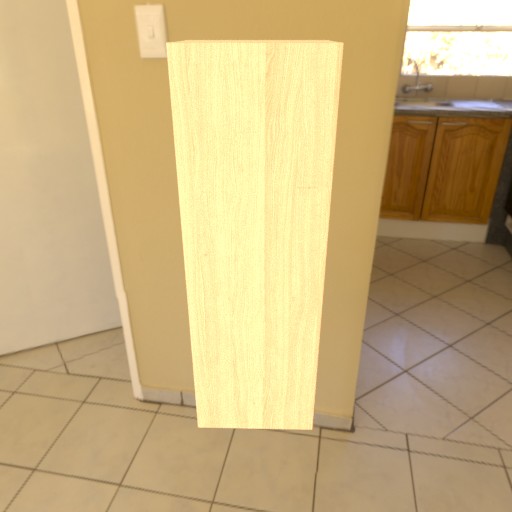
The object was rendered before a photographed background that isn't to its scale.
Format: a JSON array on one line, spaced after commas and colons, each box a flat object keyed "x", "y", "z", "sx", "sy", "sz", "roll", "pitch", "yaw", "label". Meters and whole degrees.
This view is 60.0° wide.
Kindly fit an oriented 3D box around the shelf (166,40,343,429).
[{"x": 0.000, "y": 0.000, "z": 1.011, "sx": 0.290, "sy": 0.882, "sz": 0.197, "roll": 1, "pitch": 27, "yaw": 1, "label": "shelf"}]
